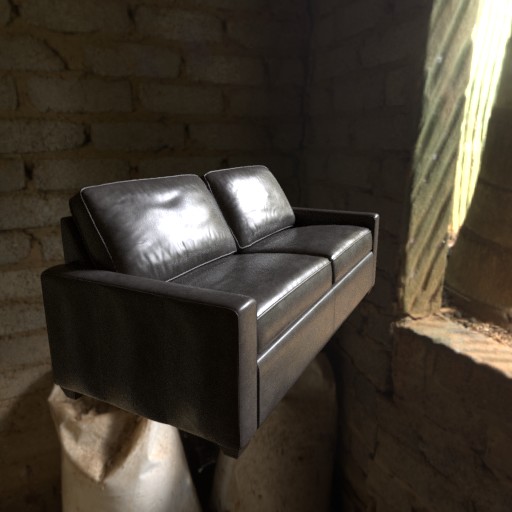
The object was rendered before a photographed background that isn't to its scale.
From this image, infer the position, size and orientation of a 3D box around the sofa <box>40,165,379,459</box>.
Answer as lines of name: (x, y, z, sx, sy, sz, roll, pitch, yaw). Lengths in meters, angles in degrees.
sofa: (0.000, 0.000, 2.499, 0.939, 0.916, 2.081, 8, 17, 26)
